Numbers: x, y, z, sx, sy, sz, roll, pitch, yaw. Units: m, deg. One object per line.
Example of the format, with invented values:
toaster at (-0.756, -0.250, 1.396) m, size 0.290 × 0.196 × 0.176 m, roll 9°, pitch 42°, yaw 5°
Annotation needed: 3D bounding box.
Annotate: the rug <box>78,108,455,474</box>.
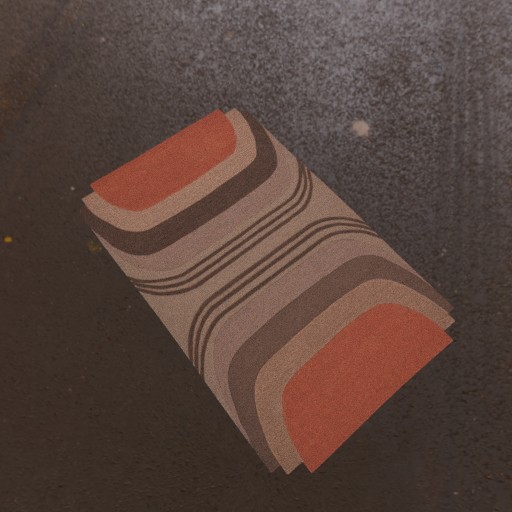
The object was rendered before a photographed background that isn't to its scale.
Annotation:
rug at (0.000, 0.000, 3.005) m, size 1.530 × 0.017 × 2.446 m, roll -36°, pitch 69°, yaw -16°
